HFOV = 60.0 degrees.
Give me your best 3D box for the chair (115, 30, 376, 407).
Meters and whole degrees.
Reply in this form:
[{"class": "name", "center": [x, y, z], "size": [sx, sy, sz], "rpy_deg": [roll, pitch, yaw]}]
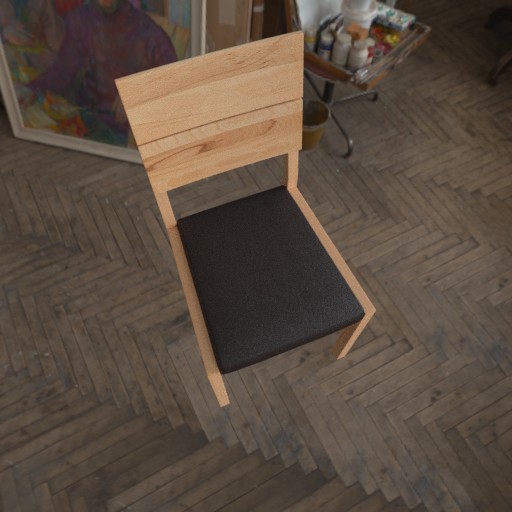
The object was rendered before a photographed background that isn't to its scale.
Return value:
[{"class": "chair", "center": [0.000, 0.000, 1.259], "size": [0.475, 0.950, 0.560], "rpy_deg": [-19, 64, -10]}]
